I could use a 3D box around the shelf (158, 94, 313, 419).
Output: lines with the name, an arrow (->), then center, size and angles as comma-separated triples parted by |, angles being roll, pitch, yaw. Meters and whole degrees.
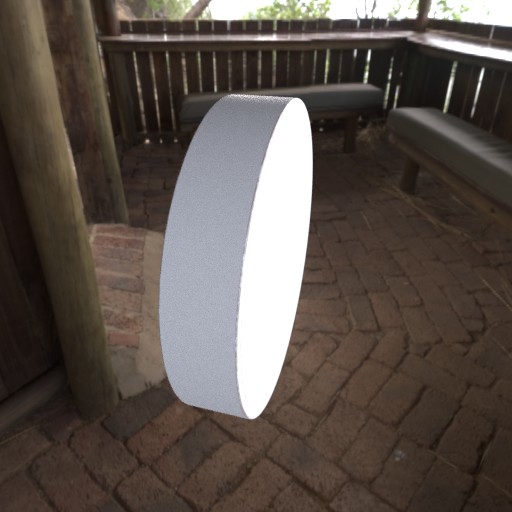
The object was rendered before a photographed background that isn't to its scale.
shelf -> 0.000, 0.000, 1.186 | 0.158, 0.807, 0.806 | 8, 31, 14
